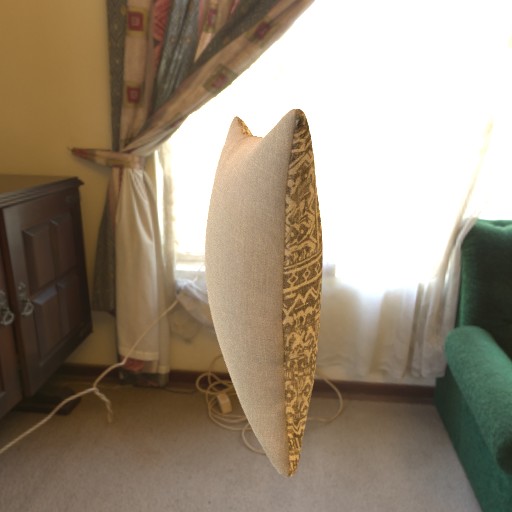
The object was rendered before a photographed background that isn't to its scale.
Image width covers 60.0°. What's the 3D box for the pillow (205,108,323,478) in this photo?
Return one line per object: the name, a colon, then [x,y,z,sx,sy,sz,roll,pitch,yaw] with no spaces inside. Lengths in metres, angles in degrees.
pillow: [0.000,0.000,0.790,0.180,0.487,0.546,-3,17,-9]
